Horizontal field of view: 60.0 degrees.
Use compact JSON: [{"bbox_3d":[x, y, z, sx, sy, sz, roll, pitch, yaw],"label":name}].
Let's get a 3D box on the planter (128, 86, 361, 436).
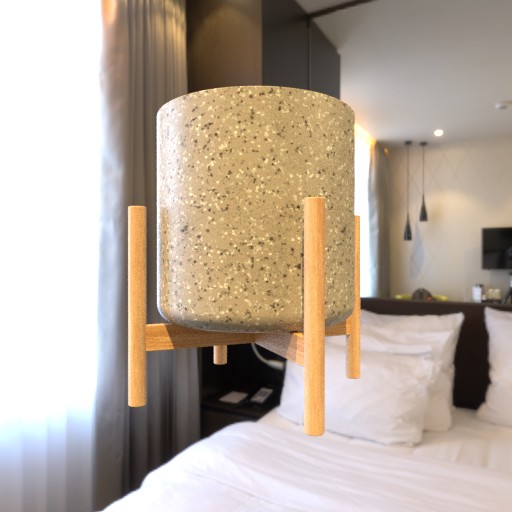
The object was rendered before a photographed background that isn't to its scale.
[{"bbox_3d":[0.000,0.000,0.696,0.360,0.419,0.360,0,0,0],"label":"planter"}]
